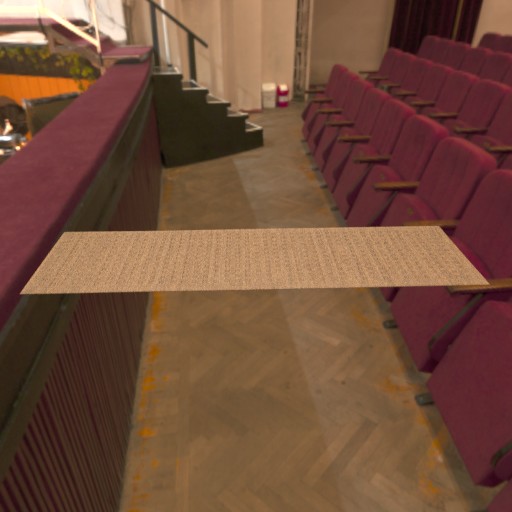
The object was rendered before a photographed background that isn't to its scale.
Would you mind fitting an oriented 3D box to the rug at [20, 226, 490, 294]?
[{"bbox_3d":[0.000,0.000,2.589,2.437,0.005,0.688,-1,31,-2],"label":"rug"}]
